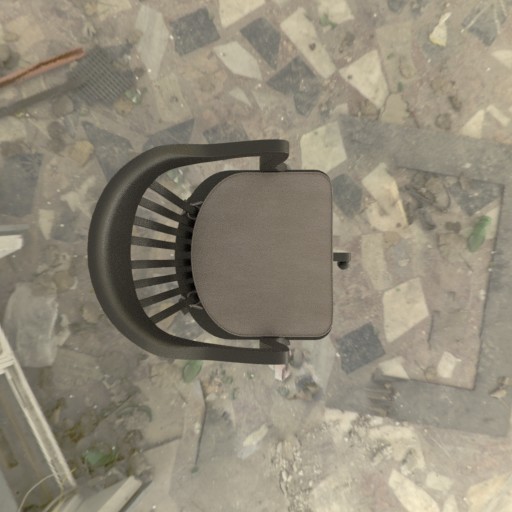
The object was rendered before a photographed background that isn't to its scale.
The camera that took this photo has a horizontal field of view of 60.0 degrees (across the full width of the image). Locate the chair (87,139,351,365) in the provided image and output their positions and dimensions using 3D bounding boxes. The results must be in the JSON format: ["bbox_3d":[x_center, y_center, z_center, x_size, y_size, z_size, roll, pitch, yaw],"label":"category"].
[{"bbox_3d":[0.000,0.000,1.473,0.788,0.878,0.750,0,89,0],"label":"chair"}]
